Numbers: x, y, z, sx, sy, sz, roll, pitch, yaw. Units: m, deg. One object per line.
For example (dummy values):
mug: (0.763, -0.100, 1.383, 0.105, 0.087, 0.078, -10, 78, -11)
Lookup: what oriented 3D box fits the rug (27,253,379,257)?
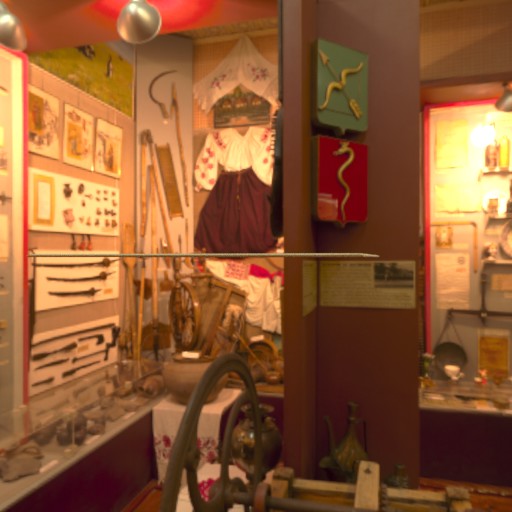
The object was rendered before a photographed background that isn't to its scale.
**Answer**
rug: (0.000, 0.000, 3.499, 1.819, 0.018, 2.746, 0, 0, 17)
